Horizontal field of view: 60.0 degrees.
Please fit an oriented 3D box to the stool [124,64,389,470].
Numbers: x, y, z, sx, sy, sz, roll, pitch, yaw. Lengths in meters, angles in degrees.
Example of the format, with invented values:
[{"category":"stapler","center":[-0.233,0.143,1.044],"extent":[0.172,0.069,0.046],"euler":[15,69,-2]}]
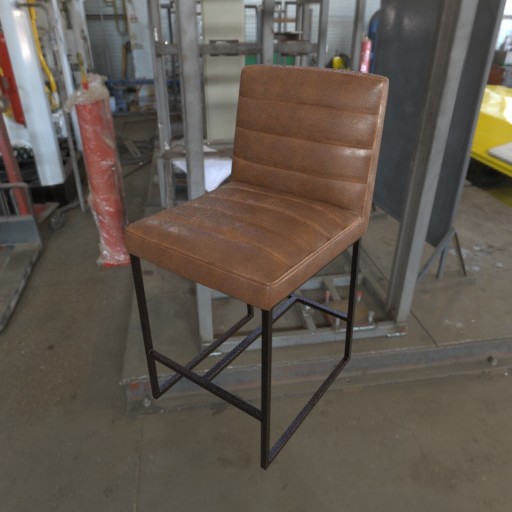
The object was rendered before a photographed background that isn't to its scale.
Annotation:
[{"category":"stool","center":[0.000,0.000,1.252],"extent":[0.463,0.942,0.562],"euler":[20,35,30]}]
